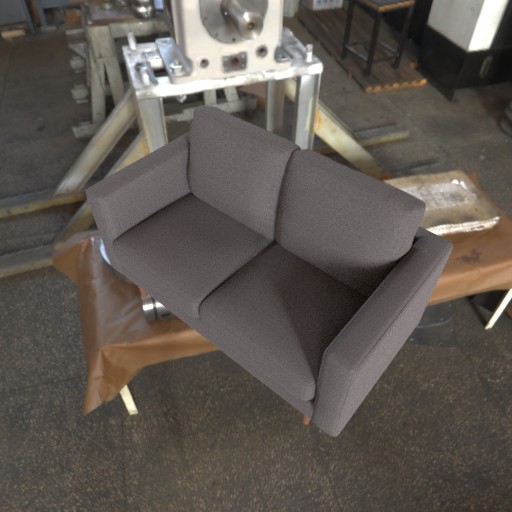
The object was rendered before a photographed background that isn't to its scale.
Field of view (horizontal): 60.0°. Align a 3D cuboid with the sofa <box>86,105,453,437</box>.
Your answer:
[{"bbox_3d":[0.000,0.000,2.049,1.430,0.908,0.796,32,54,26],"label":"sofa"}]
